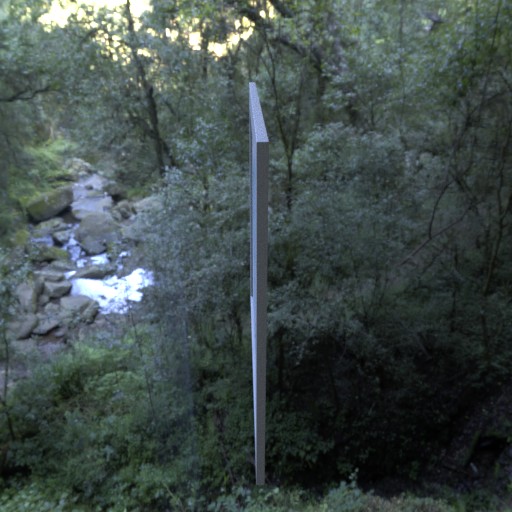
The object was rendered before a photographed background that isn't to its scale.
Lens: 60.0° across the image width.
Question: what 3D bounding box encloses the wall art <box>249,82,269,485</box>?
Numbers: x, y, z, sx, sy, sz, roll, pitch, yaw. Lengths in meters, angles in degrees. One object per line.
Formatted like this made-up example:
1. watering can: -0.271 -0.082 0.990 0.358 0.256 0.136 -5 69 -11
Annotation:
1. wall art: 0.000 0.000 0.870 0.015 0.577 0.572 -1 27 -1
